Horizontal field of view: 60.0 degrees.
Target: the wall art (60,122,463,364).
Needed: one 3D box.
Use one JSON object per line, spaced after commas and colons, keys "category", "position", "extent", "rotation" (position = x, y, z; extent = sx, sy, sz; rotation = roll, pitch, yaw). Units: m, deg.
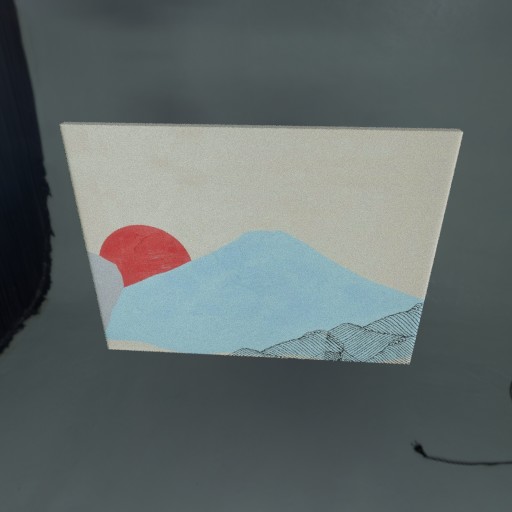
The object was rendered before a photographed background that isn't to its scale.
{"category": "wall art", "position": [0.000, 0.000, 1.580], "extent": [1.219, 0.912, 0.042], "rotation": [2, 30, 4]}
